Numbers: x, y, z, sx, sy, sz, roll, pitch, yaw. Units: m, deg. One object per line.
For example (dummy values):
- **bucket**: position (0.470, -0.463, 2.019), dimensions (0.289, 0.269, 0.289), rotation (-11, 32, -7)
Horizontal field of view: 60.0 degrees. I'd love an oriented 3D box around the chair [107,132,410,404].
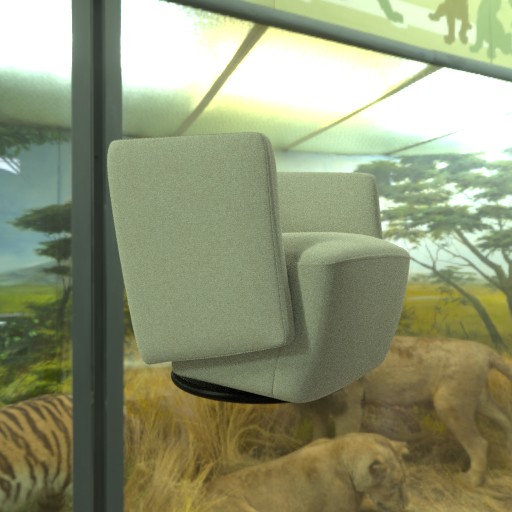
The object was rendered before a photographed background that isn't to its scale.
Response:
- **chair**: position (0.000, 0.000, 1.609), dimensions (0.986, 0.861, 0.822), rotation (0, 1, 36)
